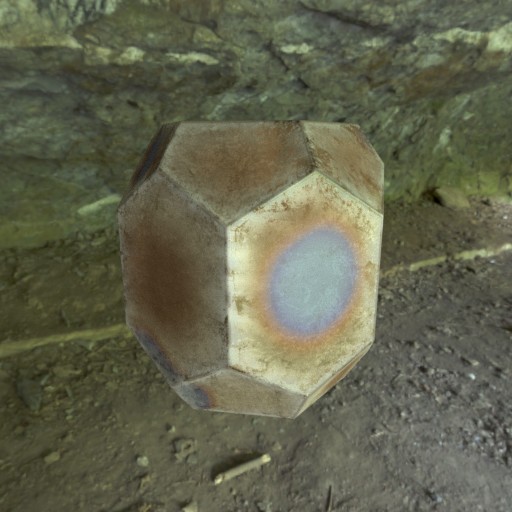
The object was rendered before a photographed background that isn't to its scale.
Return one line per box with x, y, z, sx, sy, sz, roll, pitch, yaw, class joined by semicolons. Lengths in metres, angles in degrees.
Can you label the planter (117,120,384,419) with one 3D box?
0.000;0.000;0.416;0.221;0.238;0.243;2;15;9;planter
